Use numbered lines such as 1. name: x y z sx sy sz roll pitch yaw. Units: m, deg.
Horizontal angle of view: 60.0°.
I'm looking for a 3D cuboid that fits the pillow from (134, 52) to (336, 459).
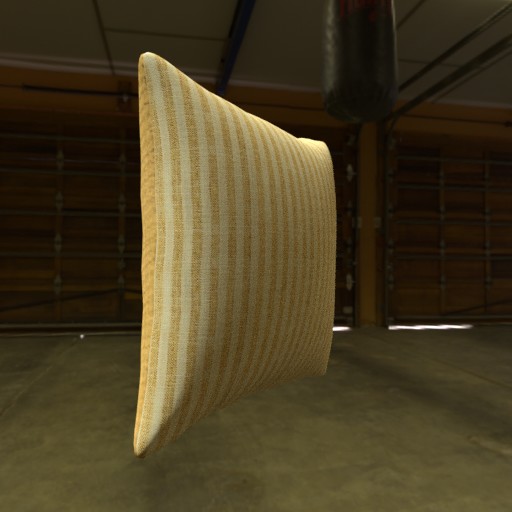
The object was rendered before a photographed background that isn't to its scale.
1. pillow: 0.000 0.000 0.608 0.173 0.407 0.419 -1 -1 34
